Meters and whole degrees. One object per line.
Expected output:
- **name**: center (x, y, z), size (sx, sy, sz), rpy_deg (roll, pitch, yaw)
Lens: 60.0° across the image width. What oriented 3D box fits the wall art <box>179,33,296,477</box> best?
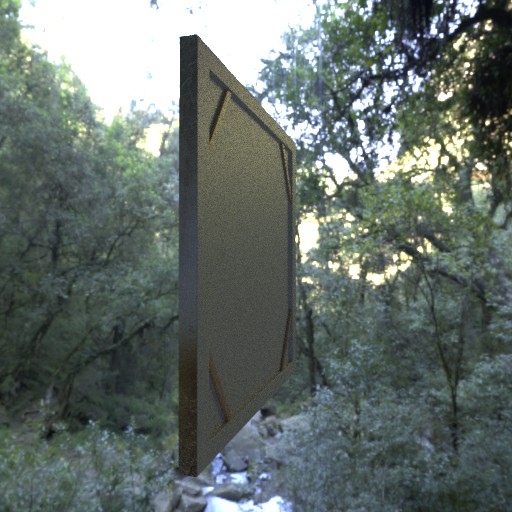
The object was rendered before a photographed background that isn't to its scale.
- **wall art**: center (0.000, 0.000, 1.615), size (0.051, 1.091, 1.092), rpy_deg (0, 0, 18)
